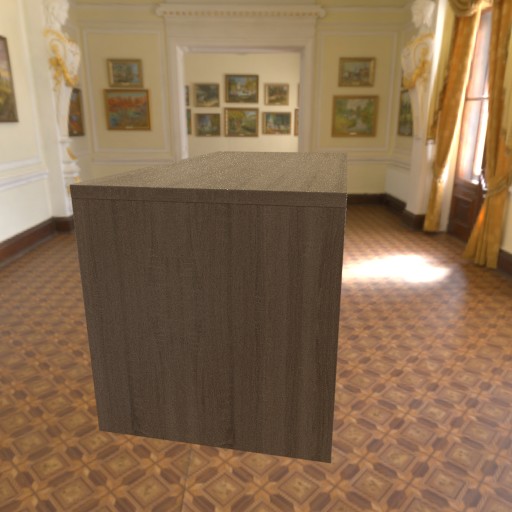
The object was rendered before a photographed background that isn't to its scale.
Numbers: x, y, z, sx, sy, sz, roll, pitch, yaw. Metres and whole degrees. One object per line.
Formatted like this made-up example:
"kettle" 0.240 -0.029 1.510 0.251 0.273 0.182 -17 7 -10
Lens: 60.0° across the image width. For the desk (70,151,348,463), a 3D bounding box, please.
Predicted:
"desk" 0.000 0.000 1.813 0.690 0.745 1.380 3 17 11
